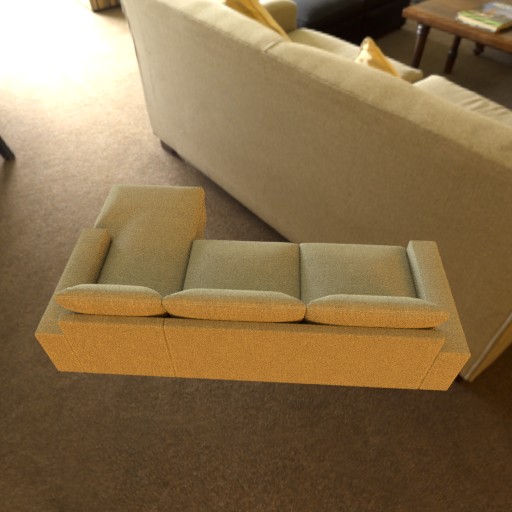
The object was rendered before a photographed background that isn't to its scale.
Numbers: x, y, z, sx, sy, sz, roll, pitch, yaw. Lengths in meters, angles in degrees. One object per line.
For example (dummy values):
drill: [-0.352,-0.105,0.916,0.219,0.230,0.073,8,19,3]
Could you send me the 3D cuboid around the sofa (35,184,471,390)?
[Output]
sofa: [0.000,0.000,3.386,2.718,0.813,1.689,2,47,2]
